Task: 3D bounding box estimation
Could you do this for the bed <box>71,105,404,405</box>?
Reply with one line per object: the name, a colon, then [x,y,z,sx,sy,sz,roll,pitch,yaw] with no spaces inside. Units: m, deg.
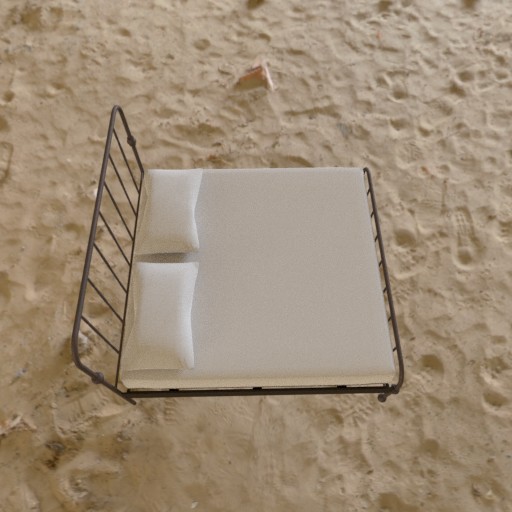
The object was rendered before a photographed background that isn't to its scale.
bed: [0.000,0.000,3.503,2.134,1.446,2.044,-1,63,-1]
